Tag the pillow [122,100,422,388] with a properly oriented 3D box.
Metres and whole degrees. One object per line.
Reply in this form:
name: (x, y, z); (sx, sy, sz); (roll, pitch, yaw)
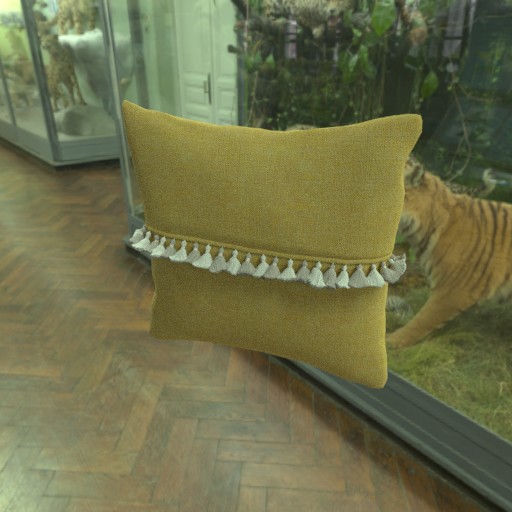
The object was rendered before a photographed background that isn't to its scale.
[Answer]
pillow: (0.000, 0.000, 0.752); (0.485, 0.481, 0.167); (8, 28, 16)
